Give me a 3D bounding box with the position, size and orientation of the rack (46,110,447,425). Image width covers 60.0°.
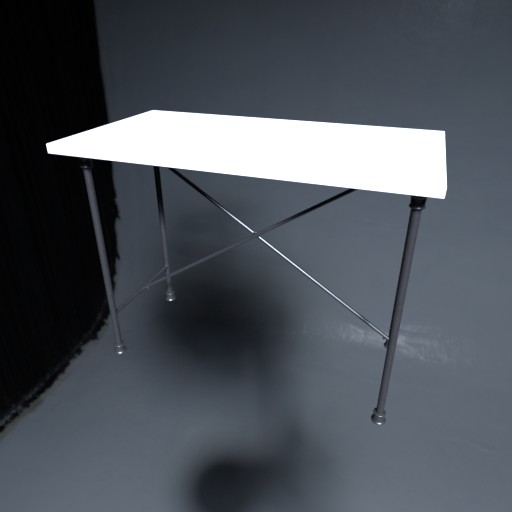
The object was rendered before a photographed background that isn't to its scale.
[{"bbox_3d":[0.000,0.000,1.654,1.159,0.880,0.613,10,30,18],"label":"rack"}]
